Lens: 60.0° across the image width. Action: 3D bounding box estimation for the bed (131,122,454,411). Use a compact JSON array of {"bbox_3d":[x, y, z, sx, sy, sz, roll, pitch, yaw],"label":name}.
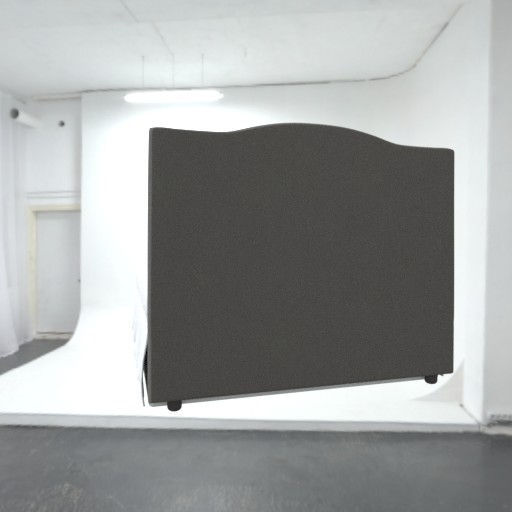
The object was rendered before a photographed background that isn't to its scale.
[{"bbox_3d":[0.000,0.000,3.388,1.821,1.436,2.282,0,2,-17],"label":"bed"}]
